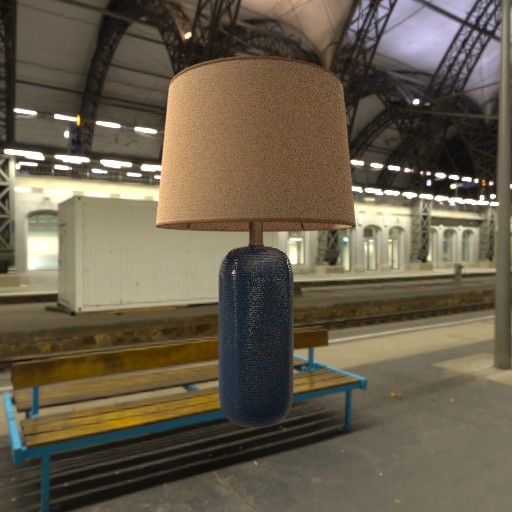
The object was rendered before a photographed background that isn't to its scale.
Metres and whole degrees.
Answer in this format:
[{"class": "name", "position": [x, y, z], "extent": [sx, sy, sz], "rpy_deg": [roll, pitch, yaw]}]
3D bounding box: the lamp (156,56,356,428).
[{"class": "lamp", "position": [0.000, 0.000, 0.833], "extent": [0.367, 0.609, 0.367], "rpy_deg": [0, 1, 0]}]
